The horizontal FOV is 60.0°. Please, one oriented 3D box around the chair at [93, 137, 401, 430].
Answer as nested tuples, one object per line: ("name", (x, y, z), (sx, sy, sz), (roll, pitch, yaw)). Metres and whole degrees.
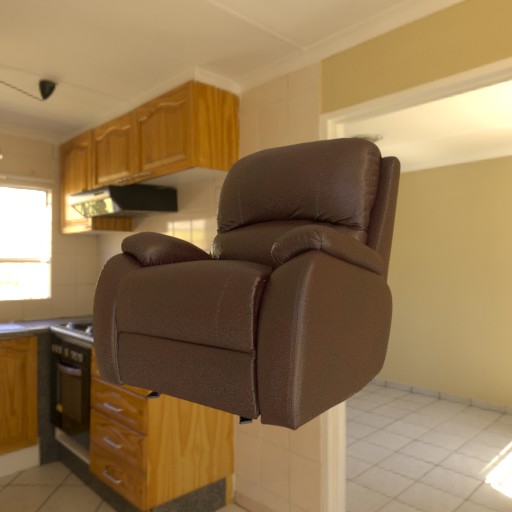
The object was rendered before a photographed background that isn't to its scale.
("chair", (0.000, 0.000, 1.743), (0.930, 1.011, 0.899), (-1, -1, 36))
